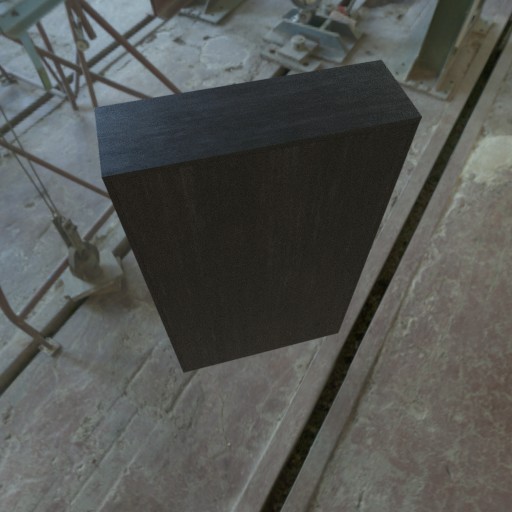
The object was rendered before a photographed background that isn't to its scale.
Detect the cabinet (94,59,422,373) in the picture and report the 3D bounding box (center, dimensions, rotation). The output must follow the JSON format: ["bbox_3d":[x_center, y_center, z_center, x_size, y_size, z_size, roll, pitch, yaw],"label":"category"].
[{"bbox_3d":[0.000,0.000,1.600,0.750,1.280,0.250,-13,58,-8],"label":"cabinet"}]
